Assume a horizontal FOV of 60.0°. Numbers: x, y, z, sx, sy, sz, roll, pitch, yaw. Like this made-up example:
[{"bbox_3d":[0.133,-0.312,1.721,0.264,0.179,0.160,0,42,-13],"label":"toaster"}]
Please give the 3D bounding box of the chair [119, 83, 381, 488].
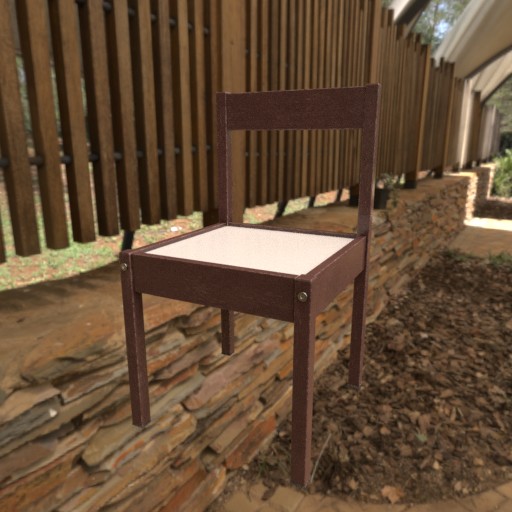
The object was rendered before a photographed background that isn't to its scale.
[{"bbox_3d":[0.000,0.000,0.677,0.285,0.505,0.285,7,16,26],"label":"chair"}]
